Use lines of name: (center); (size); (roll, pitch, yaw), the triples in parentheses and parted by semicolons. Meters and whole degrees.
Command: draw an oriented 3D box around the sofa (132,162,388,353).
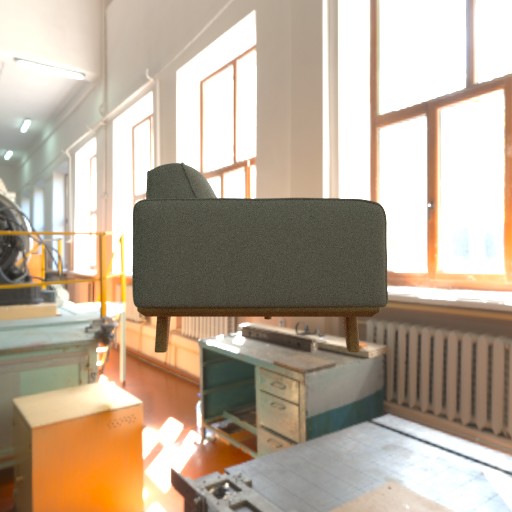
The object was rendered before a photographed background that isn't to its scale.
sofa: (0.000, 0.000, 2.743); (0.956, 0.781, 2.270); (0, 0, -1)
